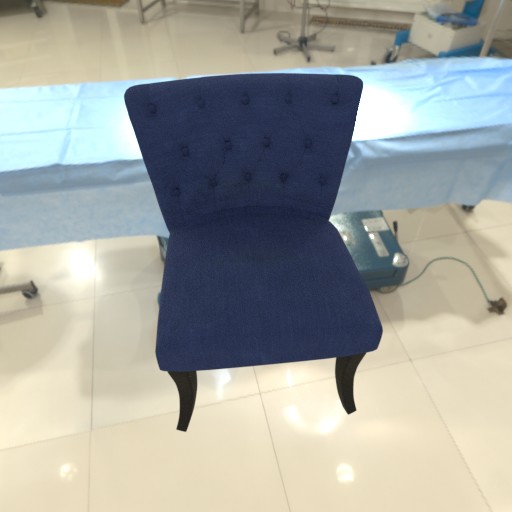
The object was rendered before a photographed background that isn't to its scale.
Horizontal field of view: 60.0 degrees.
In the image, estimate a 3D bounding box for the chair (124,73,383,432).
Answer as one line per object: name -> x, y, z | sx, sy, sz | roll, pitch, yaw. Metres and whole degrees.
chair -> 0.000, 0.000, 1.185 | 0.585, 0.753, 0.606 | -4, 46, -4
